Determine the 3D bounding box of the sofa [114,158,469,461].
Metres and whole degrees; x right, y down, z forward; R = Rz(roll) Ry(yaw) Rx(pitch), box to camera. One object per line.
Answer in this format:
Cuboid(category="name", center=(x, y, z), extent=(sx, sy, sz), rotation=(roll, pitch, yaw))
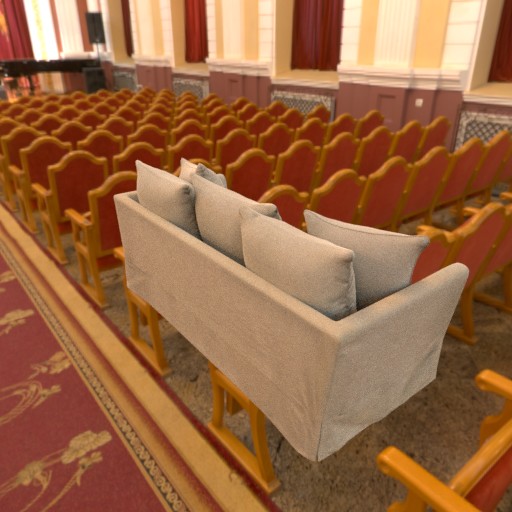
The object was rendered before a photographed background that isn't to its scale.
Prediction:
Cuboid(category="sofa", center=(0.000, 0.000, 2.877), extent=(1.031, 1.034, 2.290), rotation=(-18, 31, -34))
